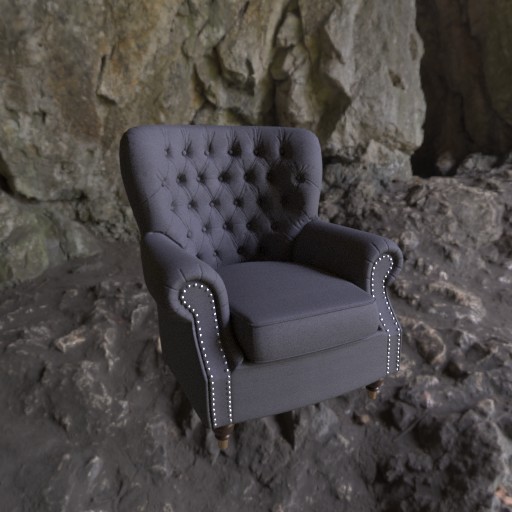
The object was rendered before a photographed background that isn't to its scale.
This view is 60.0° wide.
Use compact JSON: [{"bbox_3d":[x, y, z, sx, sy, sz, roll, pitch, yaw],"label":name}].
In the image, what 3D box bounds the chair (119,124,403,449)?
[{"bbox_3d":[0.000,0.000,1.803,0.983,1.046,0.983,-7,16,-26],"label":"chair"}]
